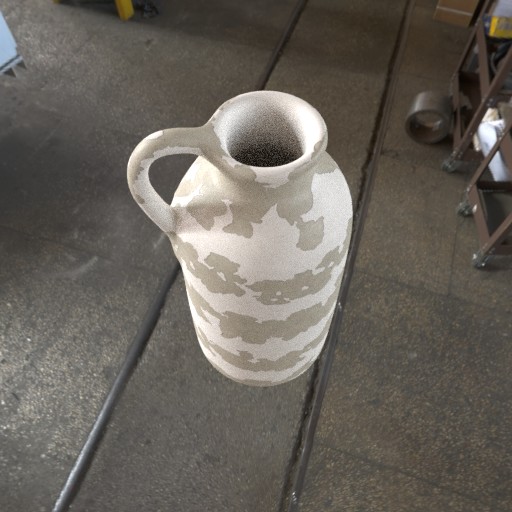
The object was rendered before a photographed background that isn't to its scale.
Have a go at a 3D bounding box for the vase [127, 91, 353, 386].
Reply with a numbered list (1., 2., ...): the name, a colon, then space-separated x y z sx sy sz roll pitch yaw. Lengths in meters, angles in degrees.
1. vase: 0.000 0.000 0.479 0.203 0.382 0.186 -13 59 -8
